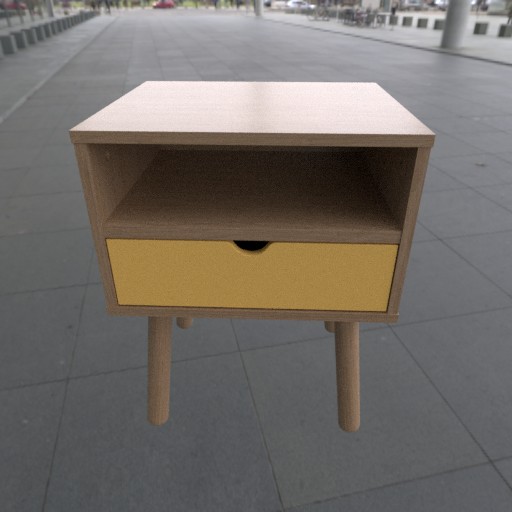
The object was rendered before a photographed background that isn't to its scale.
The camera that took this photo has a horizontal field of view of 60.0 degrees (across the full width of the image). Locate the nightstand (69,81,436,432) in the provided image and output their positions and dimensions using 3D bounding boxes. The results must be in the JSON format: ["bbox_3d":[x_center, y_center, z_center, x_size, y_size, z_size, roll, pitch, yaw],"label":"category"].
[{"bbox_3d":[0.000,0.000,0.850,0.450,0.571,0.380,1,30,2],"label":"nightstand"}]
